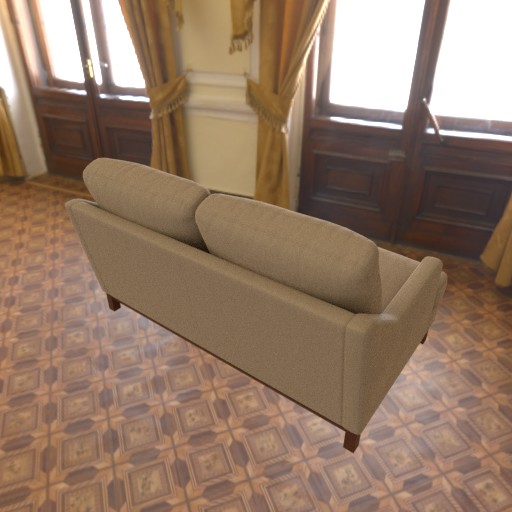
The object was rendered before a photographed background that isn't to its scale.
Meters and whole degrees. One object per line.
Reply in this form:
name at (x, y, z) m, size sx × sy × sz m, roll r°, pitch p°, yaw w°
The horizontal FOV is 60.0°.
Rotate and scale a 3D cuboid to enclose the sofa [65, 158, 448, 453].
sofa at (0.000, 0.000, 2.197) m, size 1.619 × 0.910 × 1.004 m, roll 21°, pitch 37°, yaw 31°
